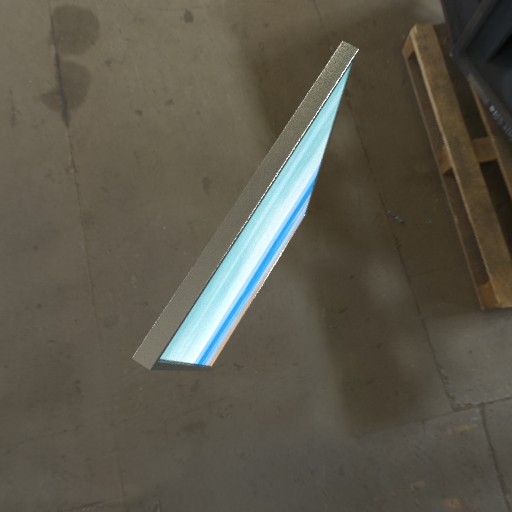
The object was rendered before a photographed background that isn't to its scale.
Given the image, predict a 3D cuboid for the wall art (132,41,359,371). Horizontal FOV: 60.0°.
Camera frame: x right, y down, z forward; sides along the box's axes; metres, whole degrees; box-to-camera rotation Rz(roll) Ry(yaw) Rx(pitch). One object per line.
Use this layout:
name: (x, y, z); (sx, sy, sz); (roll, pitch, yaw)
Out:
wall art: (0.000, 0.000, 1.405); (0.041, 1.062, 0.803); (31, 77, 8)
